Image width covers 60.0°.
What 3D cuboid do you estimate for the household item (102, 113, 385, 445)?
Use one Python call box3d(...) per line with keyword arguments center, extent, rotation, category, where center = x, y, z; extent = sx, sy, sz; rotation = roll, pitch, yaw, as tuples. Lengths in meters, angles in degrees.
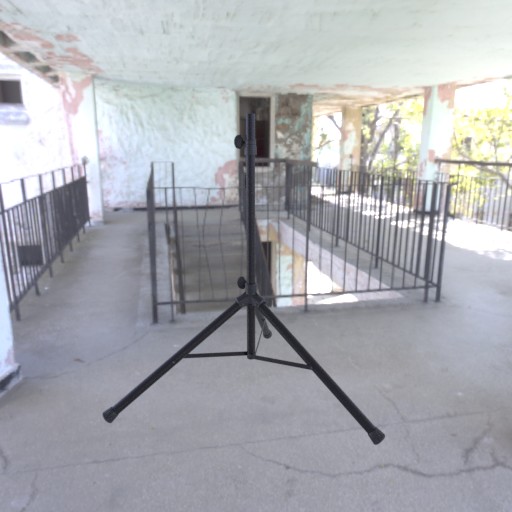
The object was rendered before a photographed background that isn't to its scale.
box3d(center=(0.000, 0.000, 1.890), extent=(1.045, 1.136, 0.907), rotation=(2, 14, 9), category="household item")
